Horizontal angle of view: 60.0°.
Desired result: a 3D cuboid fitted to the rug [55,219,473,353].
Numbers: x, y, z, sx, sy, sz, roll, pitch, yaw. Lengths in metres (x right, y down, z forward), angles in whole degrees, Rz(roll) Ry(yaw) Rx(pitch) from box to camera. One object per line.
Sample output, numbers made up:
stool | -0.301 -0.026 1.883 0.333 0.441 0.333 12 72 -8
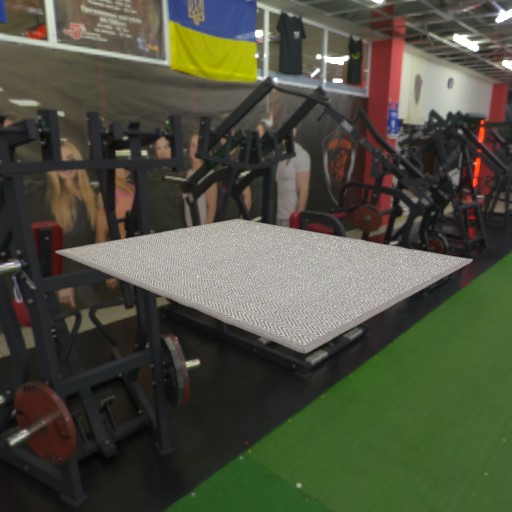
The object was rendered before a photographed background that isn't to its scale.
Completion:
rug | 0.000 0.000 4.086 3.007 0.032 2.434 14 20 42
